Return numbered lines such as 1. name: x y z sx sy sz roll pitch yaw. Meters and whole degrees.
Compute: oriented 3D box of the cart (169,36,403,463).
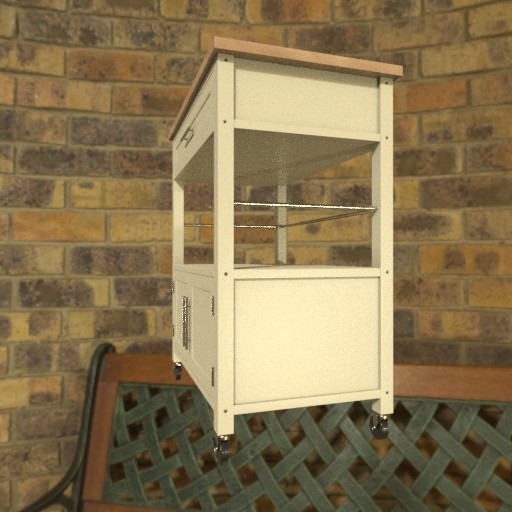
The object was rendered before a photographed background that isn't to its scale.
1. cart: 0.000 0.000 1.378 0.459 0.901 0.840 0 0 -18
